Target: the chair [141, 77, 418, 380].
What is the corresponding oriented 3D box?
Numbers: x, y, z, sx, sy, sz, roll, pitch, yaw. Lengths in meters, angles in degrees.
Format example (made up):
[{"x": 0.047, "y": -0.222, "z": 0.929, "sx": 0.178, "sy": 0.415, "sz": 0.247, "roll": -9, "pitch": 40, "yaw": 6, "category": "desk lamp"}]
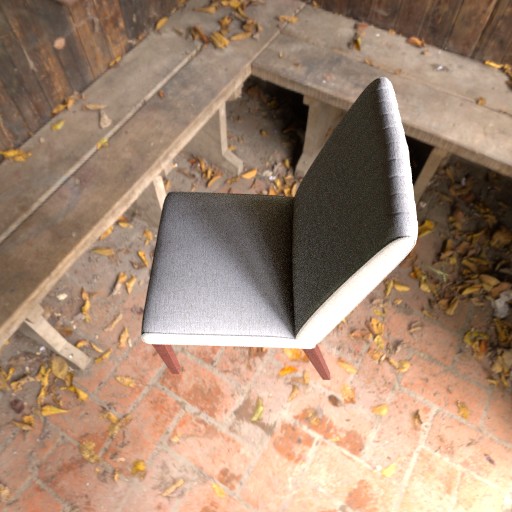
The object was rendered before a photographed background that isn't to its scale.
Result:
[{"x": 0.000, "y": 0.000, "z": 1.241, "sx": 0.594, "sy": 0.900, "sz": 0.480, "roll": 2, "pitch": 60, "yaw": 1, "category": "chair"}]
